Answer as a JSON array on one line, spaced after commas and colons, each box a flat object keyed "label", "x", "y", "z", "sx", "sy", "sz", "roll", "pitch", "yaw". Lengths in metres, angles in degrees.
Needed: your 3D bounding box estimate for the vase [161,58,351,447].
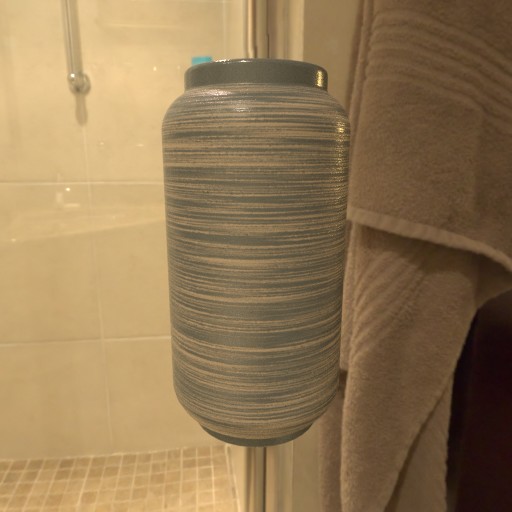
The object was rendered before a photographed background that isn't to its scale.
[{"label": "vase", "x": 0.000, "y": 0.000, "z": 0.296, "sx": 0.116, "sy": 0.230, "sz": 0.116, "roll": 0, "pitch": 13, "yaw": 0}]
